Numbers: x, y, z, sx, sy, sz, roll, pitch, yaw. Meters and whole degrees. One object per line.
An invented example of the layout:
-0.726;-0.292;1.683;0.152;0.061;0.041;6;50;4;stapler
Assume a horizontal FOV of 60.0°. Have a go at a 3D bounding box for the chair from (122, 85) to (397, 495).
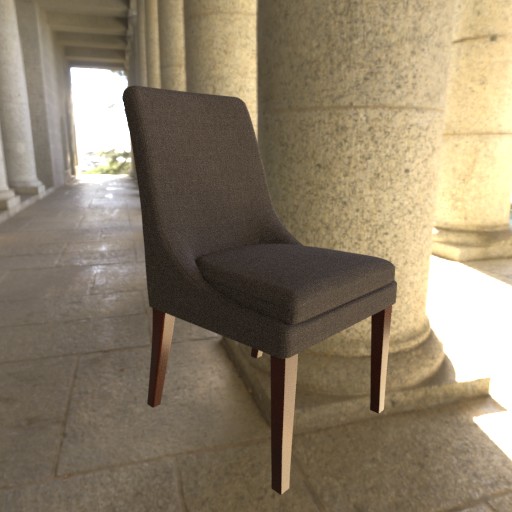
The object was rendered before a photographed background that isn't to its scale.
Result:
0.000;0.000;1.293;0.655;0.952;0.508;13;18;42;chair
